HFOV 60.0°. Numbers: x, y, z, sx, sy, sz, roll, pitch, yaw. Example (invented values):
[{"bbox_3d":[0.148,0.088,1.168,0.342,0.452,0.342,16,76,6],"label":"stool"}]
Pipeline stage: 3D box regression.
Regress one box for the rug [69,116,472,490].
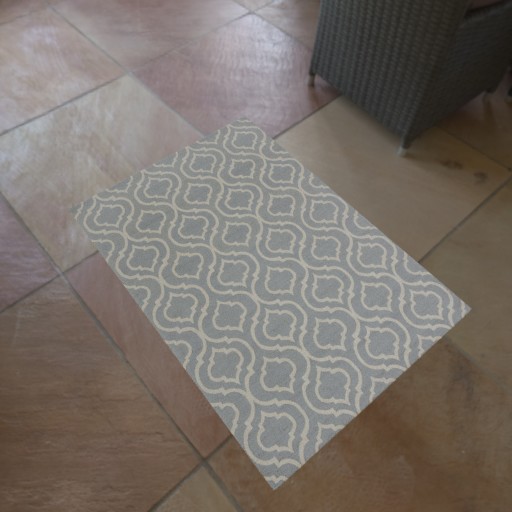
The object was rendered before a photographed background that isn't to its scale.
[{"bbox_3d":[0.000,0.000,2.685,1.451,0.010,2.080,-34,63,-20],"label":"rug"}]
